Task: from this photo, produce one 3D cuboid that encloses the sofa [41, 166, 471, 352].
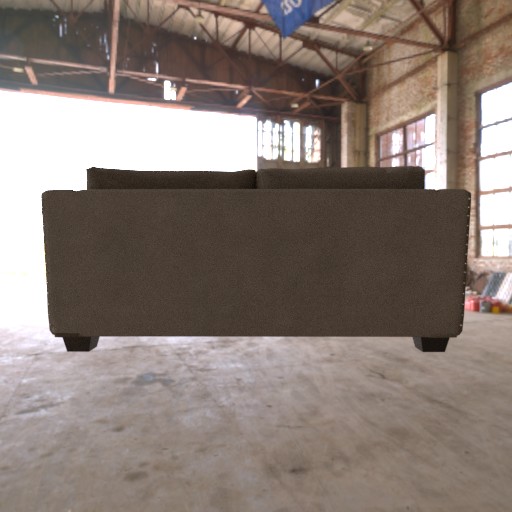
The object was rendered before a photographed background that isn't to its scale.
[{"bbox_3d":[0.000,0.000,3.284,2.550,1.196,1.336,0,1,0],"label":"sofa"}]
